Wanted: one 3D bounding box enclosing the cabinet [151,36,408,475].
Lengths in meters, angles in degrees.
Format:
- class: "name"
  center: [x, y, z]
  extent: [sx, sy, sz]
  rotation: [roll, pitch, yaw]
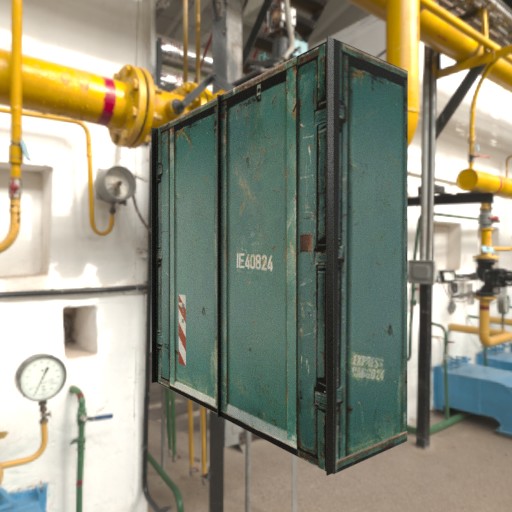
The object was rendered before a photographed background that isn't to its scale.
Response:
- class: "cabinet"
  center: [0.000, 0.000, 3.164]
  extent: [0.680, 2.160, 2.000]
  rotation: [0, 0, -38]
